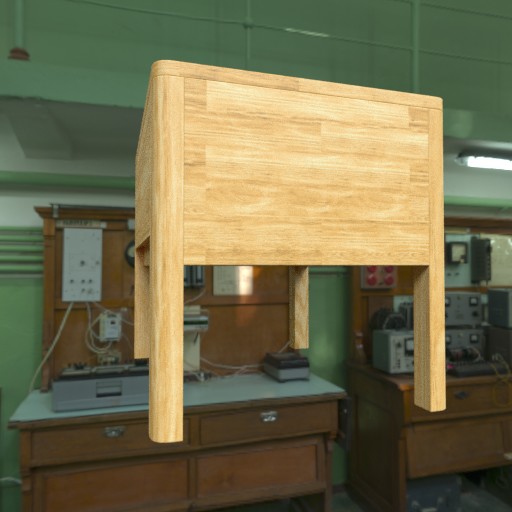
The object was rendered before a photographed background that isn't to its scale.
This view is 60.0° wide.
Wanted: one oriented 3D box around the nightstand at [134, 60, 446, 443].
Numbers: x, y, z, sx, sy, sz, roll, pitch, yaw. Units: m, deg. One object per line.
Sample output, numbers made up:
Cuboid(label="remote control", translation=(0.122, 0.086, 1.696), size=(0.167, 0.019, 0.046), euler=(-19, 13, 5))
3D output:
Cuboid(label="nightstand", translation=(0.000, 0.000, 0.871), size=(0.440, 0.470, 0.560), euler=(0, -1, -17))
